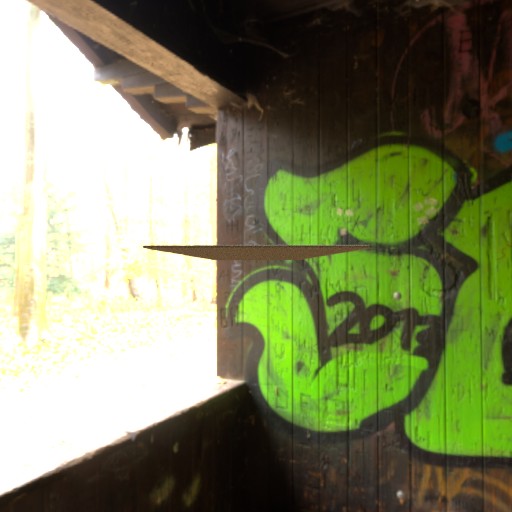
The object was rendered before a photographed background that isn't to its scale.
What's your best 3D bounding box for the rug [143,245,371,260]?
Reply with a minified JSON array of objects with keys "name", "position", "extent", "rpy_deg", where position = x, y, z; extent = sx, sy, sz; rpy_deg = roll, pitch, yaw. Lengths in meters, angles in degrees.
[{"name":"rug","position":[0.000,0.000,2.694],"extent":[0.769,0.012,2.448],"rpy_deg":[0,-1,0]}]
